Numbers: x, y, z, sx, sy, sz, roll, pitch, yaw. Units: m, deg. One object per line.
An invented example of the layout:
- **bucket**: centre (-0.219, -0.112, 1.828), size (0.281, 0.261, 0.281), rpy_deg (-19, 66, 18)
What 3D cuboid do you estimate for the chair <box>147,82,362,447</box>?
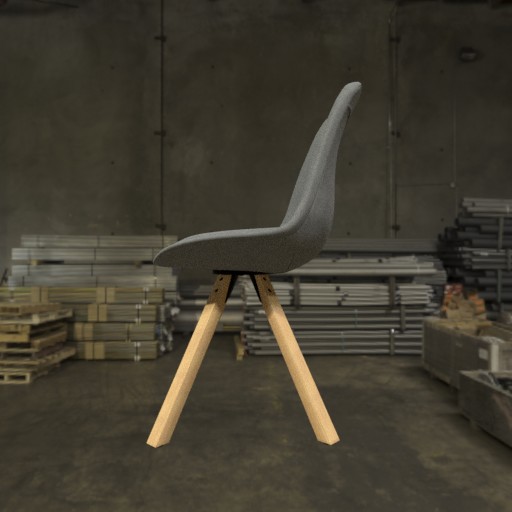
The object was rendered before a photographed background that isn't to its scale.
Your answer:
- **chair**: centre (0.000, 0.000, 1.217), size (0.549, 0.863, 0.474), rpy_deg (0, 0, -1)
